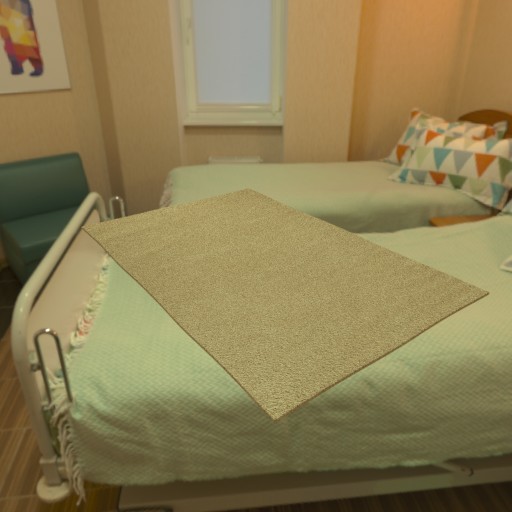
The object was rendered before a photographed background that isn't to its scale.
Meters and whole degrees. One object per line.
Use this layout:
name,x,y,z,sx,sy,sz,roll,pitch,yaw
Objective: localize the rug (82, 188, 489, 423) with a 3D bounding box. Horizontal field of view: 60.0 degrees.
rug,0.000,0.000,3.389,1.800,0.025,2.699,-18,32,-32
